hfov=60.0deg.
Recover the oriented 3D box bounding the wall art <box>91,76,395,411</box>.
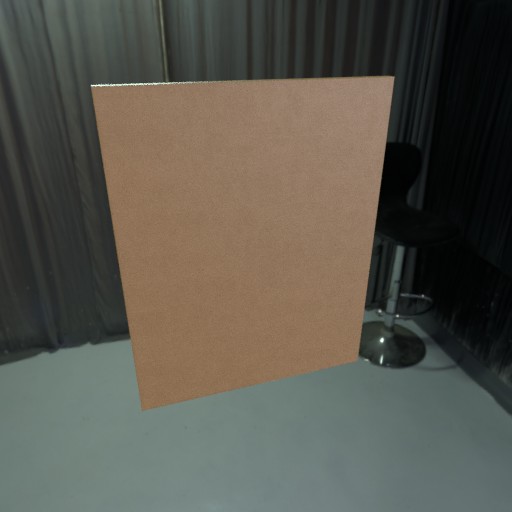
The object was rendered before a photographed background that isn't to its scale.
[{"bbox_3d":[0.000,0.000,1.355,0.798,1.002,0.030,-8,28,-16],"label":"wall art"}]
